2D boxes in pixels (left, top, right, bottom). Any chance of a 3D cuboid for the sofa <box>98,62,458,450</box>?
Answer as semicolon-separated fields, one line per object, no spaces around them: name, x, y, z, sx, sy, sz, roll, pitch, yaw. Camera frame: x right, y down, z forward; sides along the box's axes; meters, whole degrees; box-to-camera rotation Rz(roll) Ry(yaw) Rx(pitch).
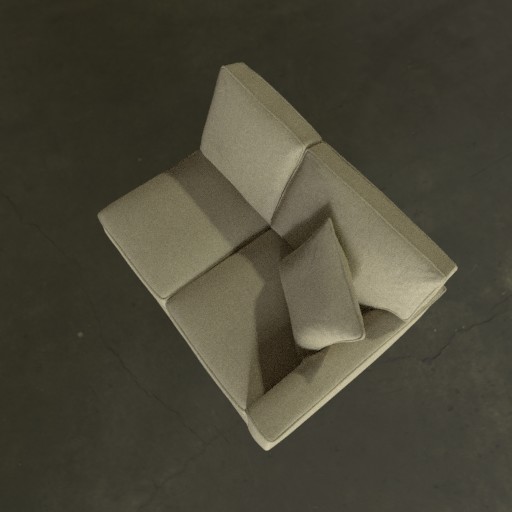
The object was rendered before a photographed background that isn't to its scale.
sofa;0.000;0.000;2.102;0.991;0.989;1.388;-35;68;-16
